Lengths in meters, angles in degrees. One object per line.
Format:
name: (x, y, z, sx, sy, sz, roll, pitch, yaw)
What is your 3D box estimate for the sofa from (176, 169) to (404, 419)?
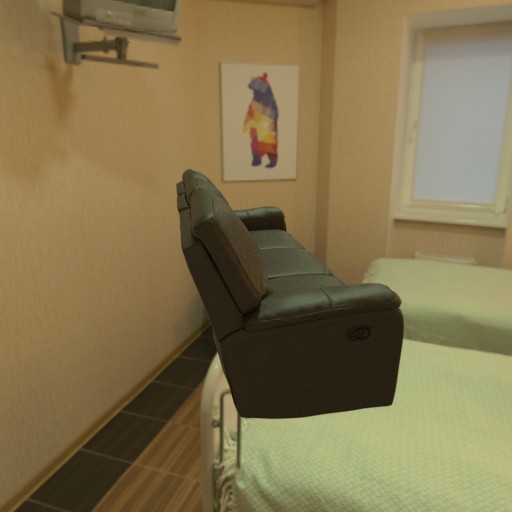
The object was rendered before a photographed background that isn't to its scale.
sofa: (0.000, 0.000, 3.246, 1.104, 1.134, 2.627, -3, 16, -10)
